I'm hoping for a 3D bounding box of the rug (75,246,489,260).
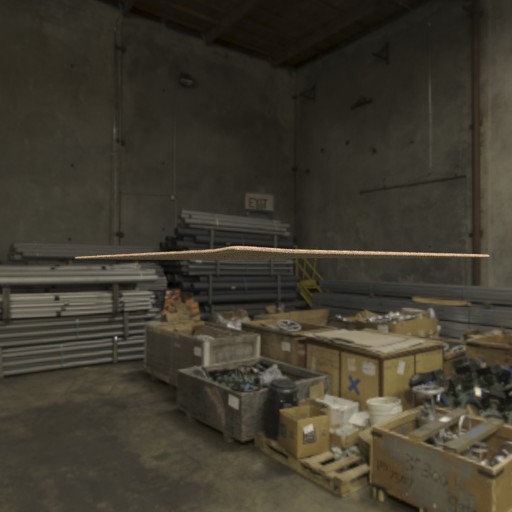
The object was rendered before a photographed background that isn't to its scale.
[{"bbox_3d":[0.000,0.000,4.069,2.453,0.043,3.052,1,-1,-36],"label":"rug"}]
